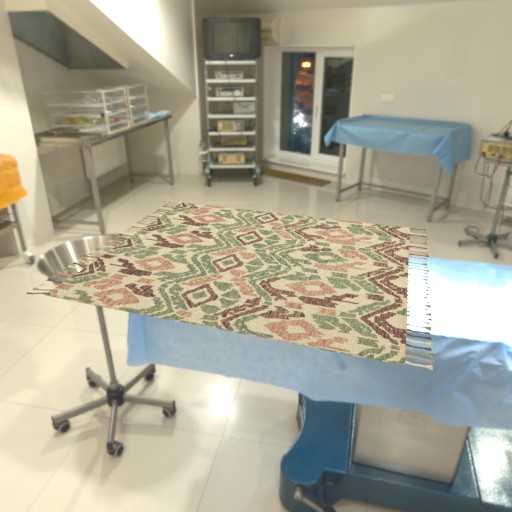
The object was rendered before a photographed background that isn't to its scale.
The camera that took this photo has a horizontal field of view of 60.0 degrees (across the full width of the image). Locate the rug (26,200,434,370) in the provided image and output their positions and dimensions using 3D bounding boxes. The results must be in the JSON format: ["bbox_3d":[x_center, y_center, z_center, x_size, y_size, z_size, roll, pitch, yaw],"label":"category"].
[{"bbox_3d":[0.000,0.000,4.110,3.048,0.010,2.438,8,27,16],"label":"rug"}]
